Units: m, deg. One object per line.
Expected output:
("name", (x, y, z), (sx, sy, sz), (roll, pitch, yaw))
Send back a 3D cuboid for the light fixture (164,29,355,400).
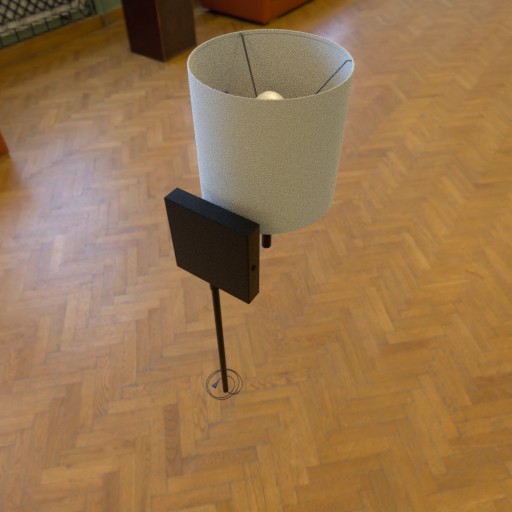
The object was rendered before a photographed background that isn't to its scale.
("light fixture", (0.000, 0.000, 0.697), (0.188, 0.589, 0.248), (26, 52, 22))
